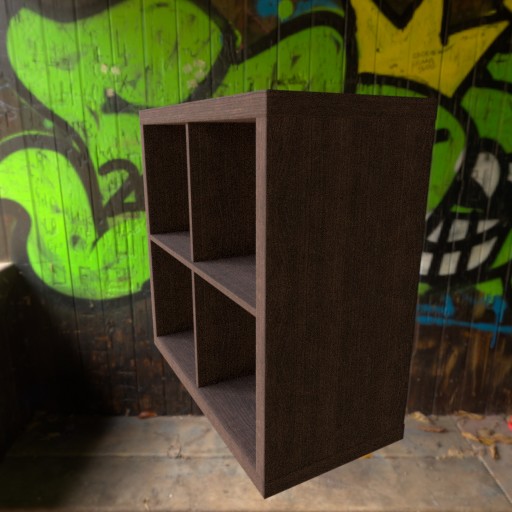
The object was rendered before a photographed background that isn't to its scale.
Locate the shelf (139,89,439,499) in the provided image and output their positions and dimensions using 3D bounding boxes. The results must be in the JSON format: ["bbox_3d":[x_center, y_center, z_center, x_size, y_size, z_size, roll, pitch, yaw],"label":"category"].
[{"bbox_3d":[0.000,0.000,1.223,0.390,0.786,0.790,-8,18,-27],"label":"shelf"}]
